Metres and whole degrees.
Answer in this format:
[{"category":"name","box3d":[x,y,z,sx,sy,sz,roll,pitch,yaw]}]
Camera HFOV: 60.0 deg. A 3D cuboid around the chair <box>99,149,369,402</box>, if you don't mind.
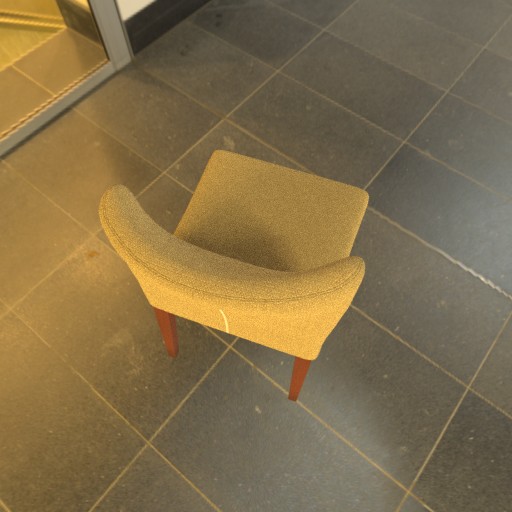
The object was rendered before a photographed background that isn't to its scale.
[{"category":"chair","box3d":[0.000,0.000,1.169,0.491,0.839,0.589,17,64,9]}]
